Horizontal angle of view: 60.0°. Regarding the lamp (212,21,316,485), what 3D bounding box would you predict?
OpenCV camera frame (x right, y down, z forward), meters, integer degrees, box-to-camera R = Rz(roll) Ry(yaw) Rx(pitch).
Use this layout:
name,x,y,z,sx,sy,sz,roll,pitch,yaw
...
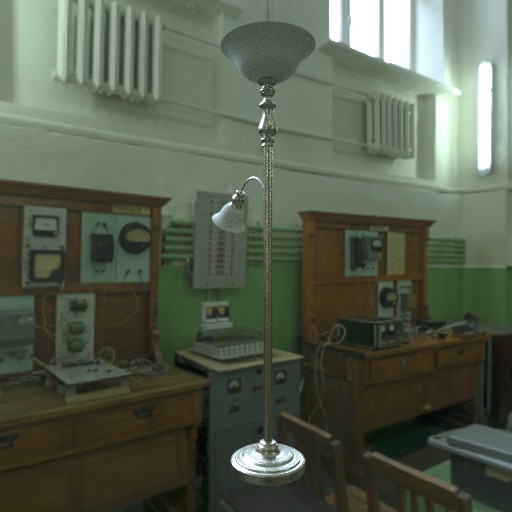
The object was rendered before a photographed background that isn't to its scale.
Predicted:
name,x,y,z,sx,sy,sz,roll,pitch,yaw
lamp,0.000,0.000,1.951,0.405,1.785,0.575,0,-1,-36
